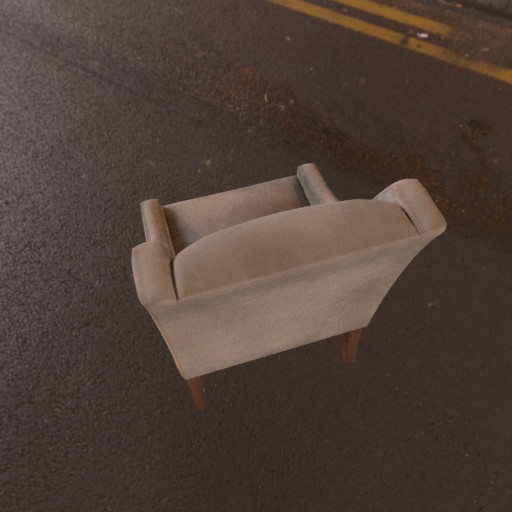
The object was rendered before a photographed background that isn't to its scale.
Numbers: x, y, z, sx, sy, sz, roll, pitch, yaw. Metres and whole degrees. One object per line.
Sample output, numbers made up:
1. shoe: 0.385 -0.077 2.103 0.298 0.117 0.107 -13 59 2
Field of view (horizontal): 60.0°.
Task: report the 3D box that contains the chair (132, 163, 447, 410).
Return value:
1. chair: 0.000 0.000 1.347 0.629 0.895 0.629 -14 58 -9
